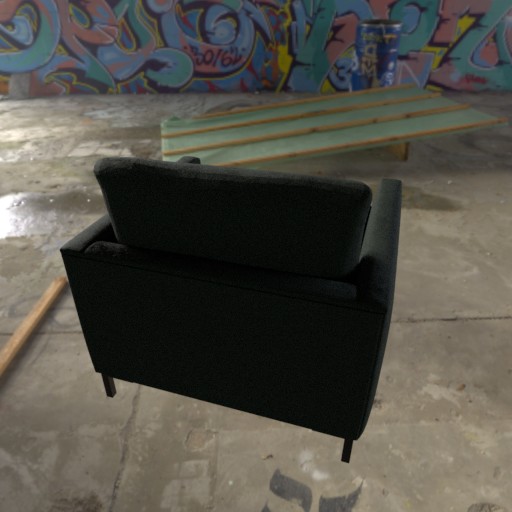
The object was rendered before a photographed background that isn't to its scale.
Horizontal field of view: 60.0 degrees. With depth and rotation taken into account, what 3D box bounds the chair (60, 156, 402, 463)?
[{"bbox_3d":[0.000,0.000,1.607,0.963,0.861,0.866,9,33,15],"label":"chair"}]
